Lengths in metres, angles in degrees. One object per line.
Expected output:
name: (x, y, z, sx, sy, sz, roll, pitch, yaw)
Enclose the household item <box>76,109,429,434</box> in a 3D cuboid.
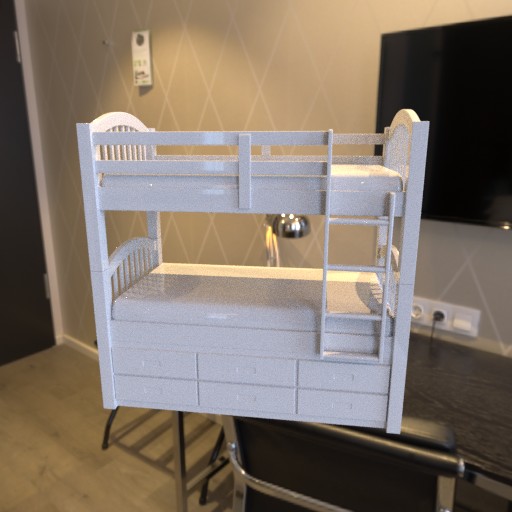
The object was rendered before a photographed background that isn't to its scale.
household item: (0.000, 0.000, 3.258, 2.032, 2.032, 1.143, 2, 15, 8)
